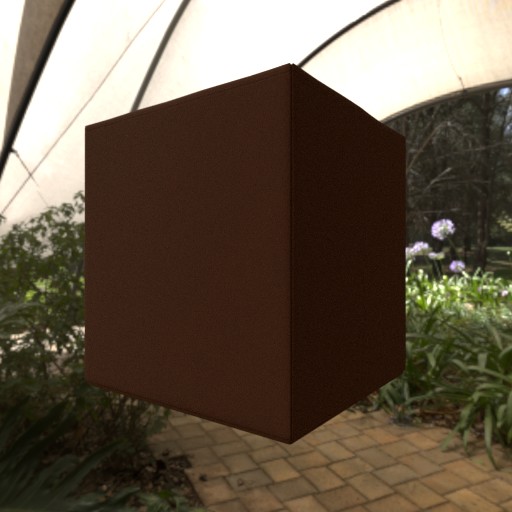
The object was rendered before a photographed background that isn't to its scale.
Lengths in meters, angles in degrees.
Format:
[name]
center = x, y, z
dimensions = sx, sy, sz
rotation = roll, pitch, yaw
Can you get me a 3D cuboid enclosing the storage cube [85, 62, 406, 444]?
[storage cube]
center = 0.000, 0.000, 0.505
dimensions = 0.270, 0.280, 0.270
rotation = 0, 0, 37
